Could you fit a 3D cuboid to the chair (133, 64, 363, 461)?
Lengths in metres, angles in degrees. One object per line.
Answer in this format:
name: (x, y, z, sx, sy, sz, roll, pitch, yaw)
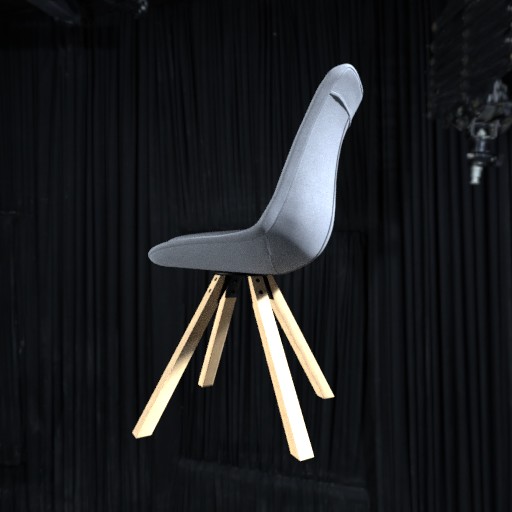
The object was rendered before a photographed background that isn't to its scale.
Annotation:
chair: (0.000, 0.000, 1.185, 0.549, 0.863, 0.474, 1, 2, 17)
